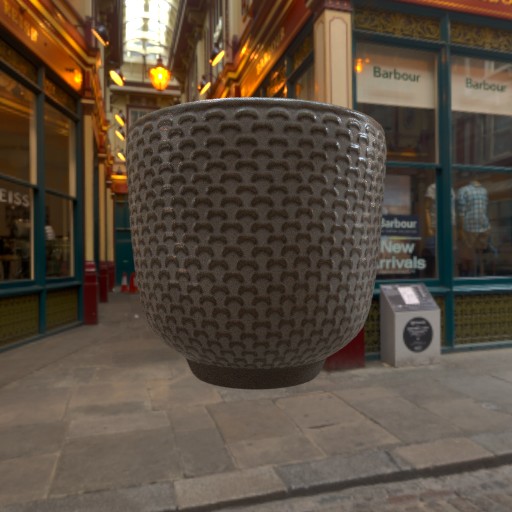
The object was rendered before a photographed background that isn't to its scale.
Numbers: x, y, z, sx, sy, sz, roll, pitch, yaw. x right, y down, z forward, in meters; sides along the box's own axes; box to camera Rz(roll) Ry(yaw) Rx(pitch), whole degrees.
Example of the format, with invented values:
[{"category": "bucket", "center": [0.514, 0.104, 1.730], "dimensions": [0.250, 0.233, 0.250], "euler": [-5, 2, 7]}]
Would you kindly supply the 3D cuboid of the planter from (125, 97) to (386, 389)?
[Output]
[{"category": "planter", "center": [0.000, 0.000, 0.306], "dimensions": [0.173, 0.160, 0.173], "euler": [0, 0, 0]}]
